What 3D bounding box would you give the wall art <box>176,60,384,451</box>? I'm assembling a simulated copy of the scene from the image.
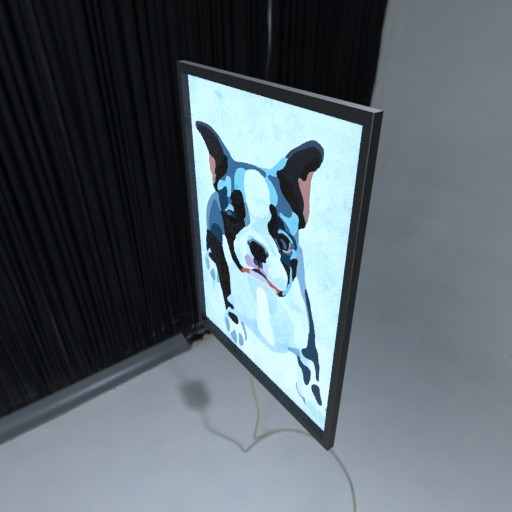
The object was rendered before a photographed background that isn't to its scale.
[{"bbox_3d":[0.000,0.000,1.370,0.030,1.027,0.774,-22,38,-31],"label":"wall art"}]
